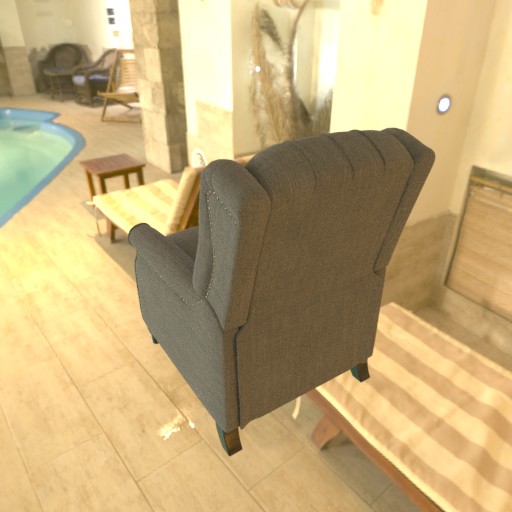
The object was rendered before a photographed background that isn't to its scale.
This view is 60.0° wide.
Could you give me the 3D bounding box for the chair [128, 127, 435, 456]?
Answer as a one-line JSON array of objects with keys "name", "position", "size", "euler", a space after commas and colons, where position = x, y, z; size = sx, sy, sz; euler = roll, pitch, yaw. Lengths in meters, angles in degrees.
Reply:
[{"name": "chair", "position": [0.000, 0.000, 1.645], "size": [0.742, 1.035, 0.898], "euler": [-18, 34, -29]}]
